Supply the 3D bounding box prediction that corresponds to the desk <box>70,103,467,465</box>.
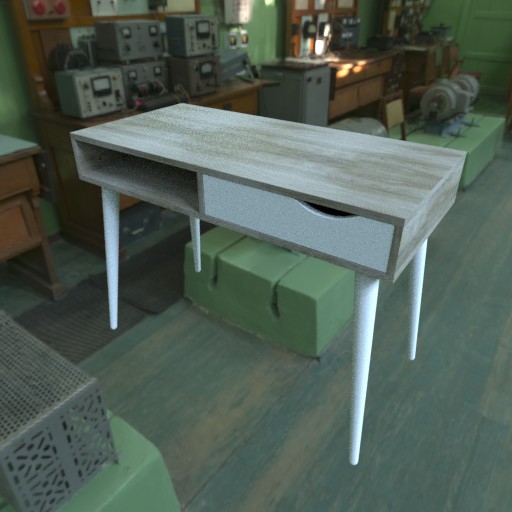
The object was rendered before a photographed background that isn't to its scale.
[{"bbox_3d":[0.000,0.000,1.386,0.979,0.723,0.491,20,36,29],"label":"desk"}]
